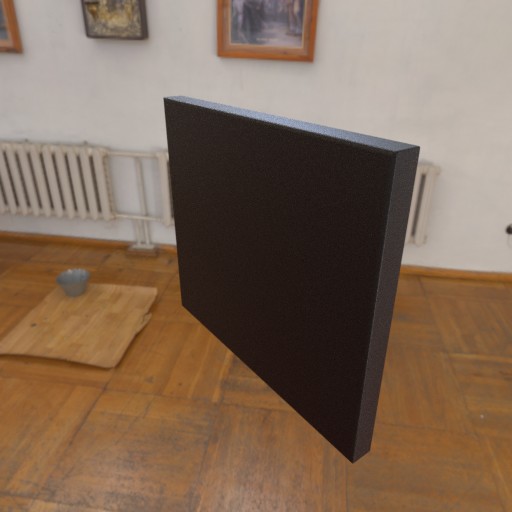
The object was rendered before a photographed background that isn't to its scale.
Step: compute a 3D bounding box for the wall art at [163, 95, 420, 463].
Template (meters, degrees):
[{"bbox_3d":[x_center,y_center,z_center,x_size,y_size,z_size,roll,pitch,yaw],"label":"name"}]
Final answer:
[{"bbox_3d":[0.000,0.000,0.537,0.028,0.330,0.380,-18,32,-32],"label":"wall art"}]
